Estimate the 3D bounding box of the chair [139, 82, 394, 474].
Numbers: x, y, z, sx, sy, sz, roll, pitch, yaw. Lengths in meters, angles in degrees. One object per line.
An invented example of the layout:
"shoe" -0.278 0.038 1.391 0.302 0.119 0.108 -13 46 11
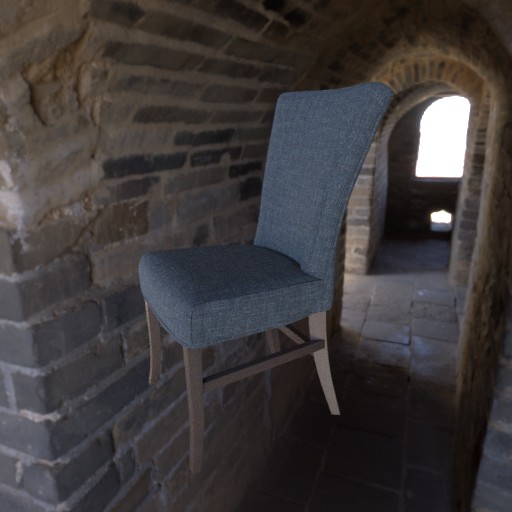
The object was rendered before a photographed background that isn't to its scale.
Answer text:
"chair" 0.000 0.000 1.369 0.660 0.991 0.520 -8 18 -25
